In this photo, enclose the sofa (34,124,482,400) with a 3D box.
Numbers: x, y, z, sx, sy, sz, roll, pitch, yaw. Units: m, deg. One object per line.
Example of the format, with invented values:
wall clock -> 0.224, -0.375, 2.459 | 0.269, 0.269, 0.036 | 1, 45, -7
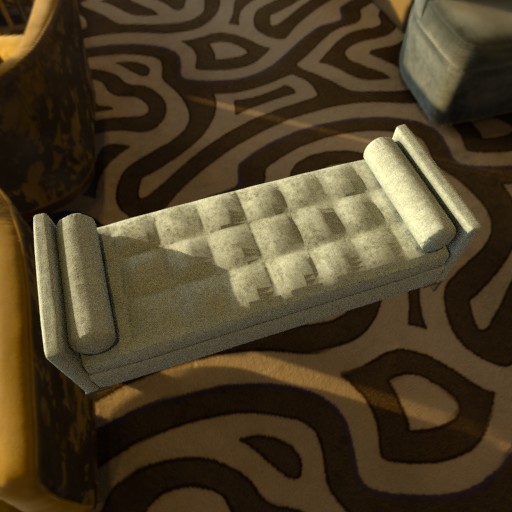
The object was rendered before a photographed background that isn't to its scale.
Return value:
sofa -> 0.000, 0.000, 2.444 | 2.102, 0.657, 0.797 | -16, 59, -10
